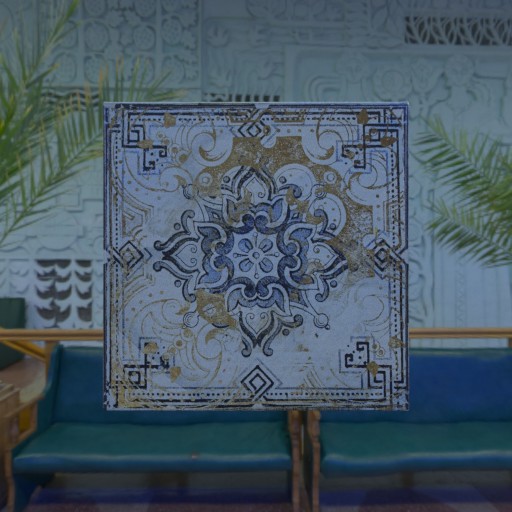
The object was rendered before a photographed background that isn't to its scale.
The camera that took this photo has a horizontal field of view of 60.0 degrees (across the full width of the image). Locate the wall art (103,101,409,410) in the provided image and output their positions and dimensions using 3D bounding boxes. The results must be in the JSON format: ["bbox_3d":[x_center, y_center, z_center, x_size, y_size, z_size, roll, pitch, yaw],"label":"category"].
[{"bbox_3d":[0.000,0.000,0.457,0.302,0.306,0.038,0,0,0],"label":"wall art"}]
